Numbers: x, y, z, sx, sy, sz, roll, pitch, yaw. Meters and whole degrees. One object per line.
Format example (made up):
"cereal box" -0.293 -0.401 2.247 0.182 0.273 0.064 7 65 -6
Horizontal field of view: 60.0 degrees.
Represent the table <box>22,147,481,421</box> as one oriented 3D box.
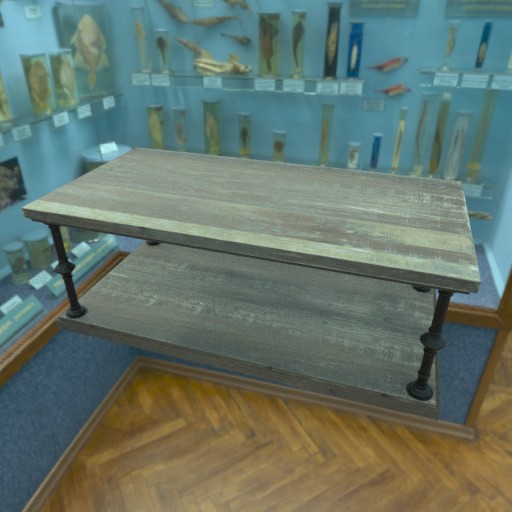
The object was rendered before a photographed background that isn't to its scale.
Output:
"table" 0.000 0.000 1.322 1.088 0.399 0.554 9 32 16
